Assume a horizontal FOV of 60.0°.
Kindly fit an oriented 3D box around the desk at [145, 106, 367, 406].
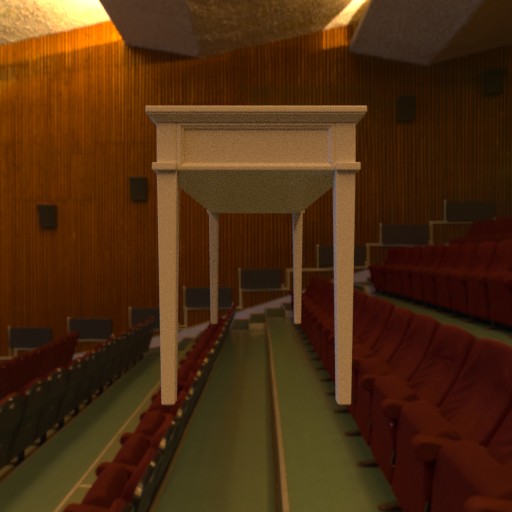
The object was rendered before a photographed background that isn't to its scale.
[{"bbox_3d":[0.000,0.000,1.806,0.559,0.774,1.372,0,1,0],"label":"desk"}]
